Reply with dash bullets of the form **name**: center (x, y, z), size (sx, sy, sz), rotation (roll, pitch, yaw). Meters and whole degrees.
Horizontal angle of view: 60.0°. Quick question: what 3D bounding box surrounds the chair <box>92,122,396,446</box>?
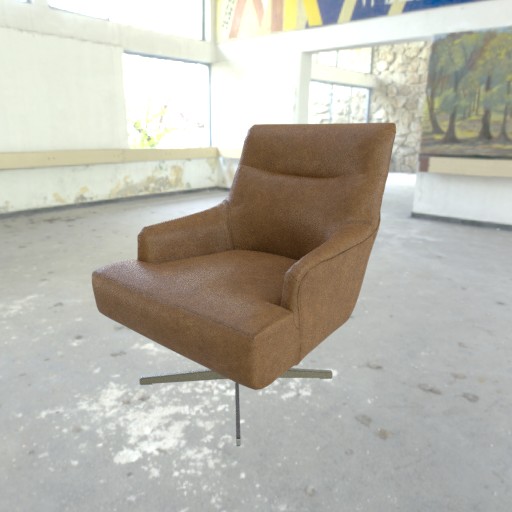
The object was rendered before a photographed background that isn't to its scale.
- **chair**: center (0.000, 0.000, 1.504), size (0.729, 0.869, 0.874), rotation (14, 21, 40)
